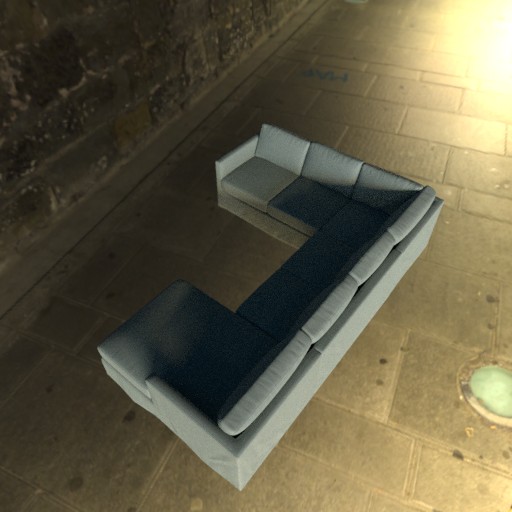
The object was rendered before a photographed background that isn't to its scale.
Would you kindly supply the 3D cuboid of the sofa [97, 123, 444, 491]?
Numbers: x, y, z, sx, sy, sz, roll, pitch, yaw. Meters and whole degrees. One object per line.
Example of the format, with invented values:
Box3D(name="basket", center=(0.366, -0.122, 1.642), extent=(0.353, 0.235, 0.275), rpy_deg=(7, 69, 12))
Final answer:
Box3D(name="sofa", center=(0.000, 0.000, 4.509), extent=(2.427, 0.882, 3.460), rpy_deg=(30, 53, 26))
